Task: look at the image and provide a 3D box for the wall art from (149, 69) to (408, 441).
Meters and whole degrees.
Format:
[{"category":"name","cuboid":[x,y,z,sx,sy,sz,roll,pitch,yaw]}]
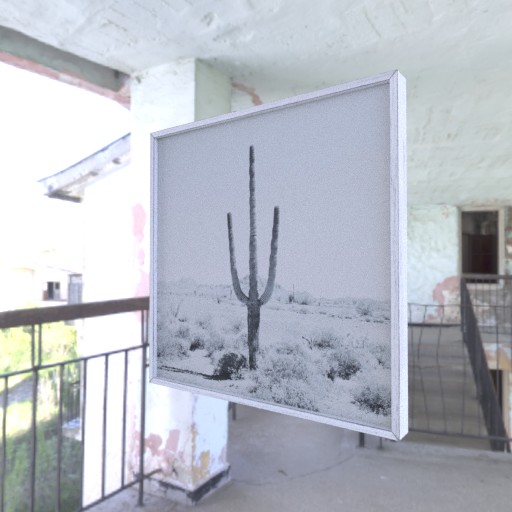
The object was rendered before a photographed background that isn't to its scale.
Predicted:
[{"category":"wall art","cuboid":[0.000,0.000,0.770,0.508,0.508,0.038,-1,-1,36]}]
